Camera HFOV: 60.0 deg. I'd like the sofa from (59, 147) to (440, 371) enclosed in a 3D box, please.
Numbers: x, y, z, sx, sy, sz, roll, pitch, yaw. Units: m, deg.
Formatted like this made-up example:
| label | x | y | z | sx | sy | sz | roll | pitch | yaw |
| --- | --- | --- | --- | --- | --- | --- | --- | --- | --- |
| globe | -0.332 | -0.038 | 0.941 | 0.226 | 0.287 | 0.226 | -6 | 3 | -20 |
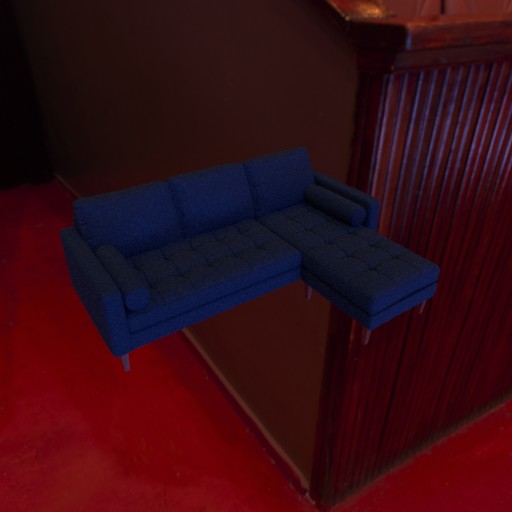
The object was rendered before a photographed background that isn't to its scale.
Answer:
| label | x | y | z | sx | sy | sz | roll | pitch | yaw |
| --- | --- | --- | --- | --- | --- | --- | --- | --- | --- |
| sofa | 0.000 | 0.000 | 3.048 | 2.185 | 0.841 | 1.613 | -20 | 38 | -29 |
